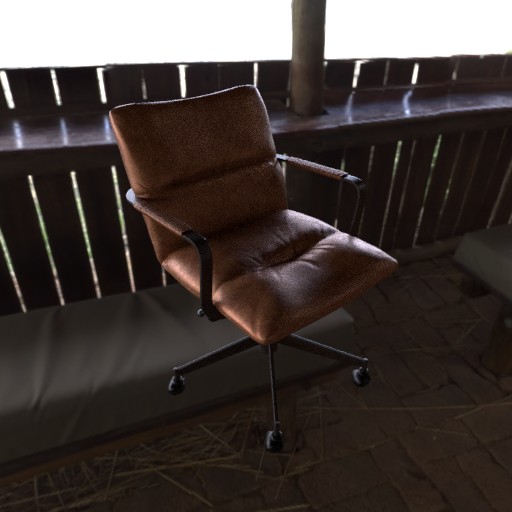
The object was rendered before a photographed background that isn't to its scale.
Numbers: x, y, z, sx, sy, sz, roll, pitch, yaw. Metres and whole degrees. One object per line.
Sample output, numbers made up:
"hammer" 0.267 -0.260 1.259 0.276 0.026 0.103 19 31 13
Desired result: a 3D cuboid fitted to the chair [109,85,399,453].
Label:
"chair" 0.000 0.000 1.477 0.727 0.922 0.754 -24 39 -33
